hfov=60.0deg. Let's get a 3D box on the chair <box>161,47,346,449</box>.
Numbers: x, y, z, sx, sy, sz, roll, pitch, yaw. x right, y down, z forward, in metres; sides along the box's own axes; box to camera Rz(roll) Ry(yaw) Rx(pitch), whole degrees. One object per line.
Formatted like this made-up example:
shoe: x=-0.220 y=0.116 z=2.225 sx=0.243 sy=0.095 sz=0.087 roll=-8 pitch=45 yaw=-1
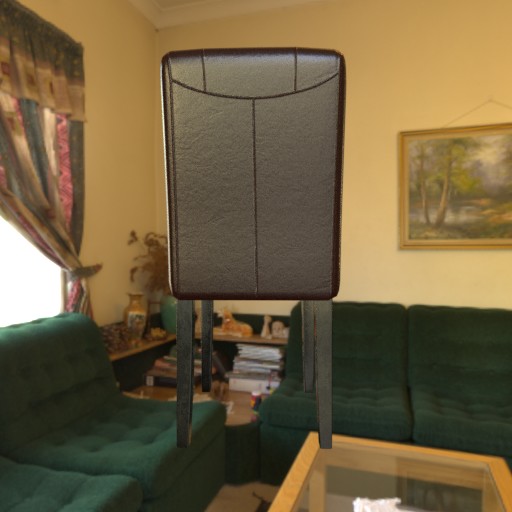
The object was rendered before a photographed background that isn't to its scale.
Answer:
chair: x=0.000 y=0.000 z=1.212 sx=0.399 sy=0.897 sz=0.556 roll=0 pitch=1 yaw=1
